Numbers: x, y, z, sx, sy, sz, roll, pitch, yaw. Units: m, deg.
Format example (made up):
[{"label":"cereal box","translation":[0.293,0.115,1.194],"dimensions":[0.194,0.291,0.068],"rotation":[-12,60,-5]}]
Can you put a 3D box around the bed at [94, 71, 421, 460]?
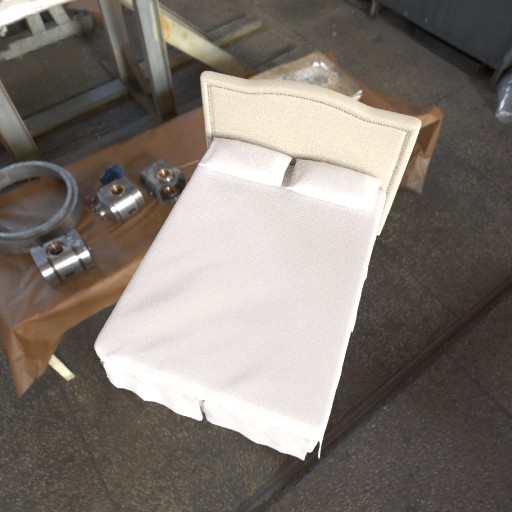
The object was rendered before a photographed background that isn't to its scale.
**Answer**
[{"label":"bed","translation":[0.000,0.000,3.249],"dimensions":[1.741,1.449,2.196],"rotation":[17,59,11]}]
